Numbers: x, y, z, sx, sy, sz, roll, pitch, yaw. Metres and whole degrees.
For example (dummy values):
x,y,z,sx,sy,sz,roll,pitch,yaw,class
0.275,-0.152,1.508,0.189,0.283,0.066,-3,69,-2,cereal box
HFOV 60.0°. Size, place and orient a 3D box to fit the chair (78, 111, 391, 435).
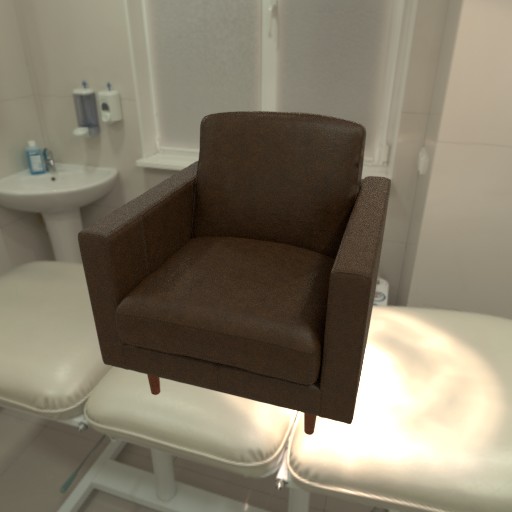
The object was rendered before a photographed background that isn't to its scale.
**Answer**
x,y,z,sx,sy,sz,roll,pitch,yaw,class
0.000,0.000,1.676,0.890,0.956,0.909,9,29,16,chair
